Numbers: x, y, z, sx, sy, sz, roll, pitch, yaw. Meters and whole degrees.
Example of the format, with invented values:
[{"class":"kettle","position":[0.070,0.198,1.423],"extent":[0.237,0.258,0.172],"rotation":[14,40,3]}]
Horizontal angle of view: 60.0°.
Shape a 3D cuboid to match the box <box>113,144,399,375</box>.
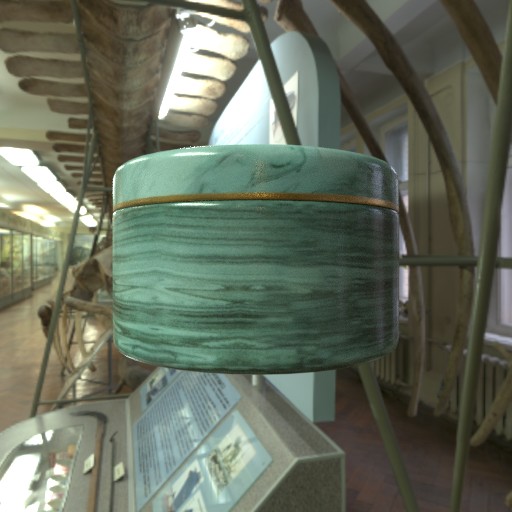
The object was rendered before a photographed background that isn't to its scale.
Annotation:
[{"class":"box","position":[0.000,0.000,0.165],"extent":[0.101,0.063,0.101],"rotation":[0,0,0]}]
